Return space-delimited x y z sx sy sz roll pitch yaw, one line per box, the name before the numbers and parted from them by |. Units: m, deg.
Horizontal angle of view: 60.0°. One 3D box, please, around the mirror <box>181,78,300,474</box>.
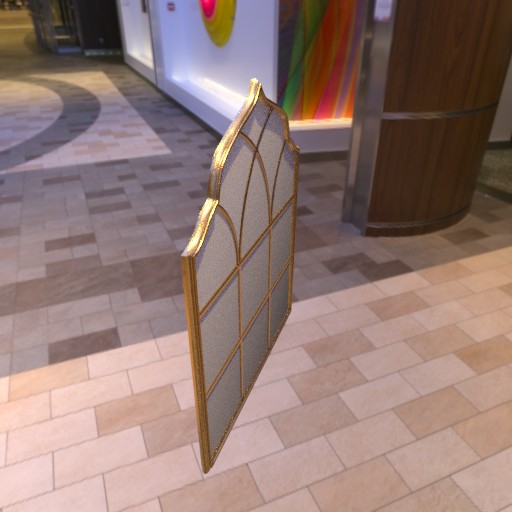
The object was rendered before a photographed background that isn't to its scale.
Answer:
mirror | 0.000 0.000 0.846 0.018 0.635 0.513 11 32 18
